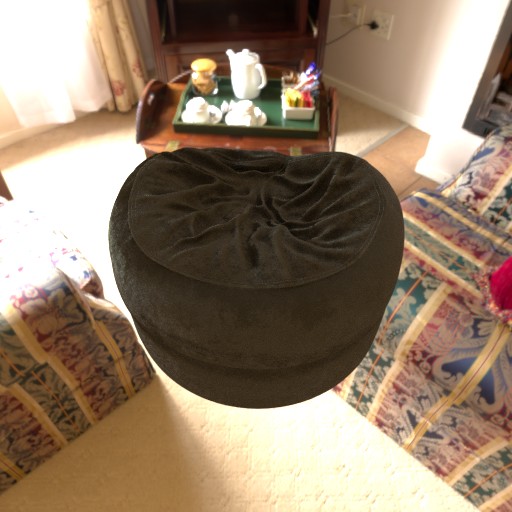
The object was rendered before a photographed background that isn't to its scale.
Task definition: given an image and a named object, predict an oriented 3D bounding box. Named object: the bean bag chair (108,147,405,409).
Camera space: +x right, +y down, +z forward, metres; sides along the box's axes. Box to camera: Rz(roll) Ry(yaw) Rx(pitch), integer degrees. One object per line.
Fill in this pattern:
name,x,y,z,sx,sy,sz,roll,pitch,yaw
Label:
bean bag chair,0.000,0.000,1.504,0.918,0.605,0.918,0,47,0
